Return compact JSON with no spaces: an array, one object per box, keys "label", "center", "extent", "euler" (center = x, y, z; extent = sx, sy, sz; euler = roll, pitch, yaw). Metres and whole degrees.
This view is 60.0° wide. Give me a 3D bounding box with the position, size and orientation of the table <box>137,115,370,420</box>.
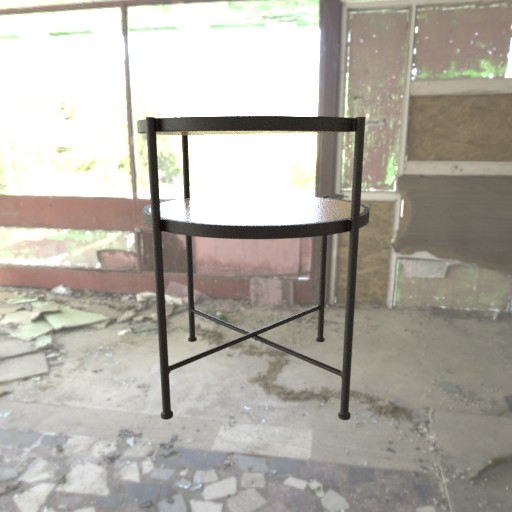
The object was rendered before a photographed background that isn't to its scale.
[{"label":"table","center":[0.000,0.000,1.182],"extent":[0.628,0.684,0.629],"euler":[-14,20,-43]}]
